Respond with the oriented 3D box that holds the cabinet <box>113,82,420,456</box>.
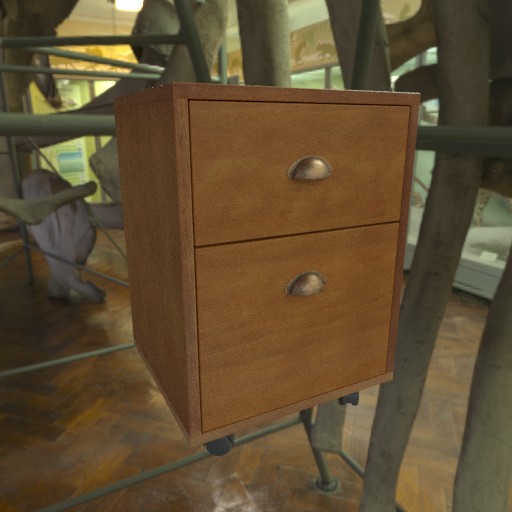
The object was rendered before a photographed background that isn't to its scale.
[{"bbox_3d":[0.000,0.000,0.850,0.409,0.579,0.401,-8,18,-26],"label":"cabinet"}]
